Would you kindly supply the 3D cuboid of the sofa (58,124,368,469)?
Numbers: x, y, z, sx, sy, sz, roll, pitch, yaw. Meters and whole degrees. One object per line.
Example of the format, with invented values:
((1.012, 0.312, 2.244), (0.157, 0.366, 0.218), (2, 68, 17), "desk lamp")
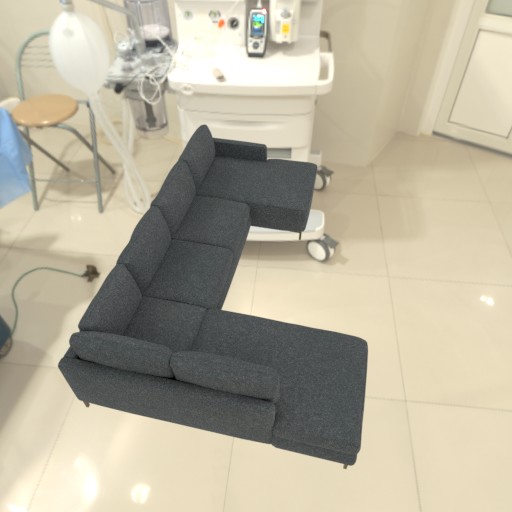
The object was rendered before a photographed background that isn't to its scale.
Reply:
((0.000, 0.000, 3.841), (2.007, 0.813, 2.956), (9, 47, 9), "sofa")
